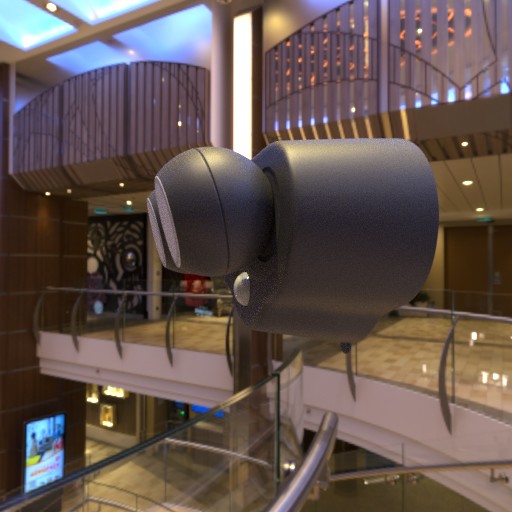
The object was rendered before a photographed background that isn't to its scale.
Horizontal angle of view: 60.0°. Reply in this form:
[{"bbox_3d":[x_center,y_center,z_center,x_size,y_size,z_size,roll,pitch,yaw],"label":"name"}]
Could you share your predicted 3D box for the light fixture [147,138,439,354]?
[{"bbox_3d":[0.000,0.000,0.343,0.159,0.159,0.229,0,-1,-17],"label":"light fixture"}]
